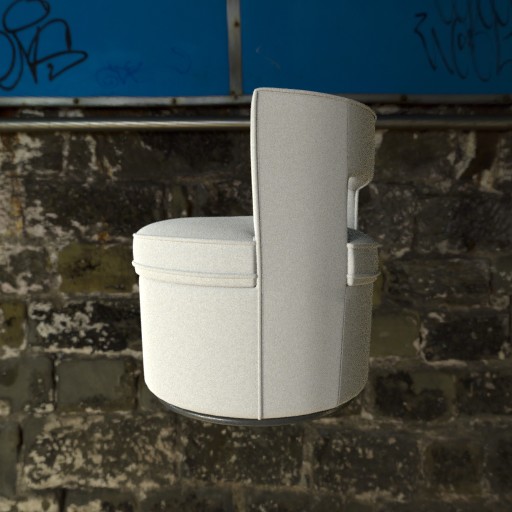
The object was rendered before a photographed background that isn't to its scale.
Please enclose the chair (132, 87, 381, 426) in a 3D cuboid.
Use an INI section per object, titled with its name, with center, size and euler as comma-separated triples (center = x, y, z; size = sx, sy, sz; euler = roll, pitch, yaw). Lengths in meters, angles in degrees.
[chair]
center = 0.000, 0.000, 1.224
size = 0.665, 0.723, 0.650
euler = 1, 3, 17
